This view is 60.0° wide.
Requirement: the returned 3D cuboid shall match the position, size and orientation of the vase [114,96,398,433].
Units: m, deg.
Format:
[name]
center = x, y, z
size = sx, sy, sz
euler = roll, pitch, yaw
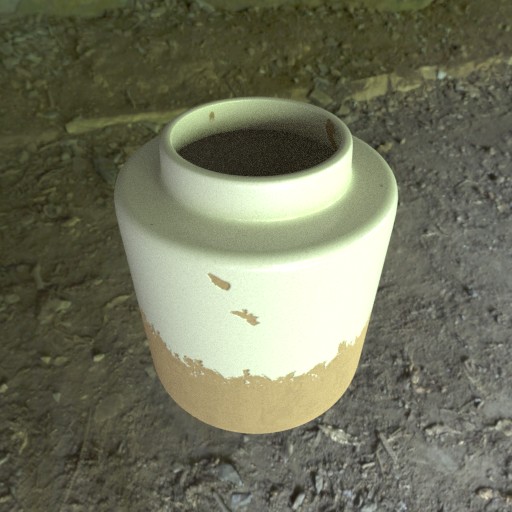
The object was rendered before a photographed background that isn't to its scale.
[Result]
[vase]
center = 0.000, 0.000, 0.280
size = 0.153, 0.167, 0.153
euler = 0, 41, 0
